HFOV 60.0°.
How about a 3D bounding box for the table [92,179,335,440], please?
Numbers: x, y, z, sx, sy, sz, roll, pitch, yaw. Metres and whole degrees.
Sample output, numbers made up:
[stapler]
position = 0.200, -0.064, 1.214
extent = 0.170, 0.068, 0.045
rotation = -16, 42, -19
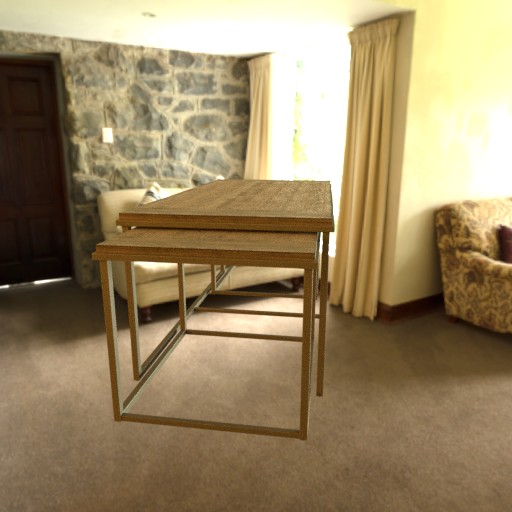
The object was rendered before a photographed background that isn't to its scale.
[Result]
[table]
position = 0.000, 0.000, 1.484
extent = 0.489, 0.427, 1.312
rotation = 2, 15, 9
